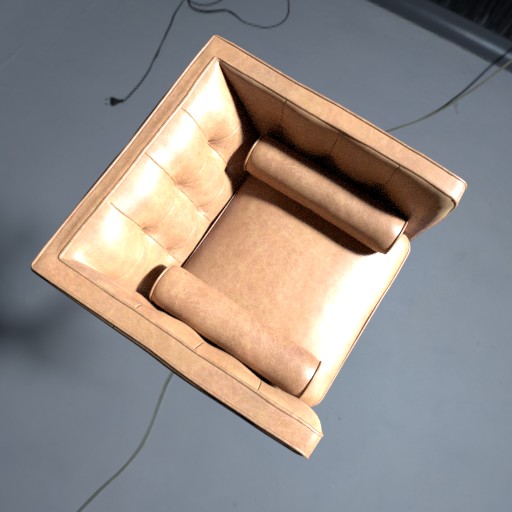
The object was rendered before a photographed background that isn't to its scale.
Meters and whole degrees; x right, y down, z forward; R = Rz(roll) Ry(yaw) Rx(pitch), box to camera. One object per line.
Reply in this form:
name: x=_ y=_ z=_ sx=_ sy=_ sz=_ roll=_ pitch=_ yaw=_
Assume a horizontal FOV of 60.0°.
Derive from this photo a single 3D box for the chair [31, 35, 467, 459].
chair: x=0.000 y=0.000 z=1.604 sx=0.912 sy=0.797 sz=0.920 roll=33 pitch=79 yaw=7
